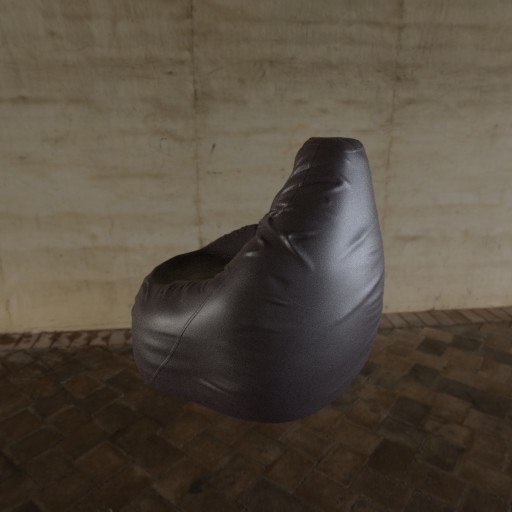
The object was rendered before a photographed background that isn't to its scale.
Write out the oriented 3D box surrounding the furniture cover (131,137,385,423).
[{"bbox_3d":[0.000,0.000,1.890,1.070,0.990,1.070,8,18,24],"label":"furniture cover"}]
